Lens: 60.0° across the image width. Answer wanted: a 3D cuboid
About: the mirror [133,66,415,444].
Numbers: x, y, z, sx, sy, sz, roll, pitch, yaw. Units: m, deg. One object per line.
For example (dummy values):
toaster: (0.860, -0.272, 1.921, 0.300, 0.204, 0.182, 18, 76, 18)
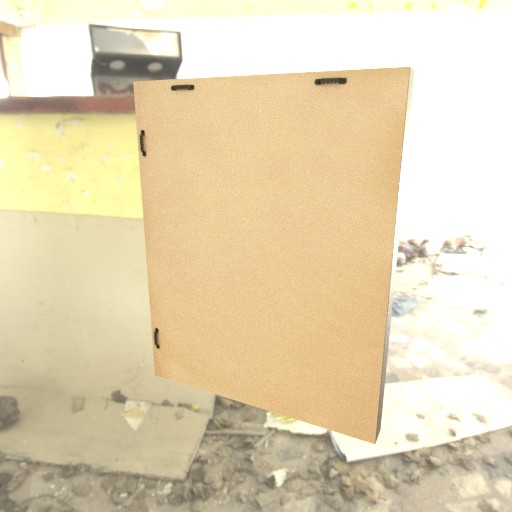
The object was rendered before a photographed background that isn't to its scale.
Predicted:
mirror: (0.000, 0.000, 0.673, 0.406, 0.509, 0.041, 8, 19, 26)
